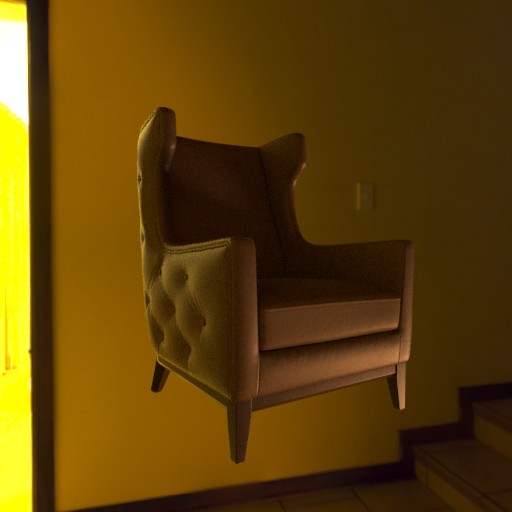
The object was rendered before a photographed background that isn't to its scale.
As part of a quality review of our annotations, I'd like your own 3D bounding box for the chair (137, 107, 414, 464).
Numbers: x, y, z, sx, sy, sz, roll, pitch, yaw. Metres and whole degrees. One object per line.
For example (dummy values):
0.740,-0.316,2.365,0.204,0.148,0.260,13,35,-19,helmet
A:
0.000,0.000,1.684,0.769,1.079,0.899,-1,1,-35,chair
